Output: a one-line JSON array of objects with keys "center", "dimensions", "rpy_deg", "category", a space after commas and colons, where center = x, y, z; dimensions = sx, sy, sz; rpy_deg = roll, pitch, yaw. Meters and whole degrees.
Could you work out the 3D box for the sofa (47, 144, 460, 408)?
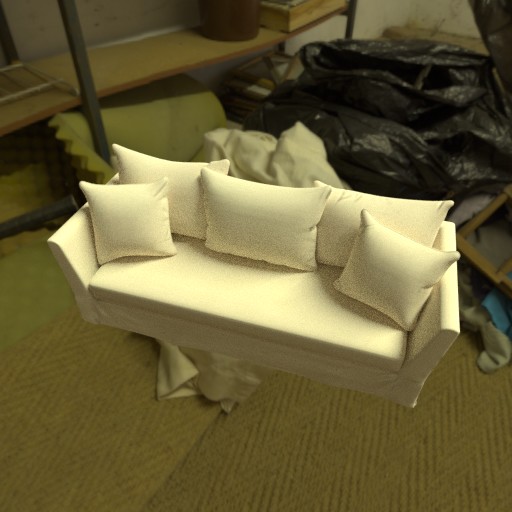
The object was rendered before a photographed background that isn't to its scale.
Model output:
[{"center": [0.000, 0.000, 3.029], "dimensions": [2.484, 1.042, 1.030], "rpy_deg": [12, 43, 13], "category": "sofa"}]
